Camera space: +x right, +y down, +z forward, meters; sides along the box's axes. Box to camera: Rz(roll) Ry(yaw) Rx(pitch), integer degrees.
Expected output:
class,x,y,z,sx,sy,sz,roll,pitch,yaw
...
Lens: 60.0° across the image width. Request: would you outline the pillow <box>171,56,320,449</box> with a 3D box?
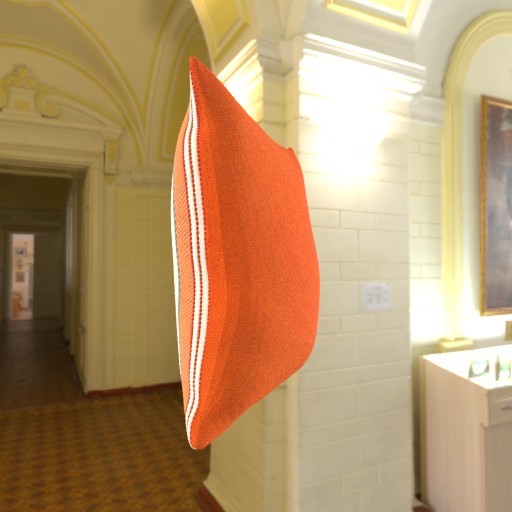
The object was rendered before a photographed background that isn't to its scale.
class,x,y,z,sx,sy,sz,roll,pitch,yaw
pillow,0.000,0.000,0.683,0.182,0.441,0.440,-1,-2,19
